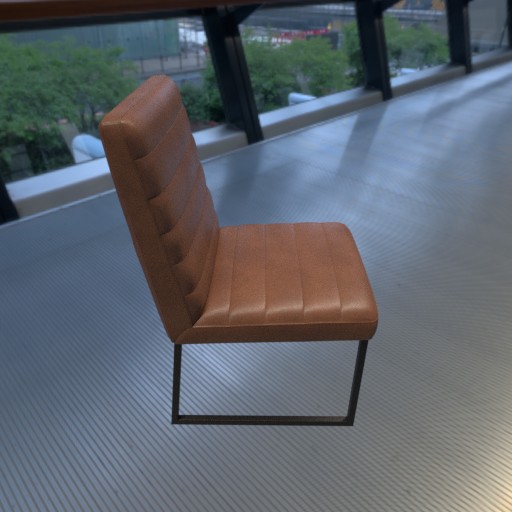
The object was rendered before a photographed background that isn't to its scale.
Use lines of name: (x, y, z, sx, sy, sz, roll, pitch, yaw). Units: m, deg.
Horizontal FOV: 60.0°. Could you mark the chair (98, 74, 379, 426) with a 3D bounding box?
chair: (0.000, 0.000, 1.304, 0.634, 0.930, 0.520, 0, 32, 1)
